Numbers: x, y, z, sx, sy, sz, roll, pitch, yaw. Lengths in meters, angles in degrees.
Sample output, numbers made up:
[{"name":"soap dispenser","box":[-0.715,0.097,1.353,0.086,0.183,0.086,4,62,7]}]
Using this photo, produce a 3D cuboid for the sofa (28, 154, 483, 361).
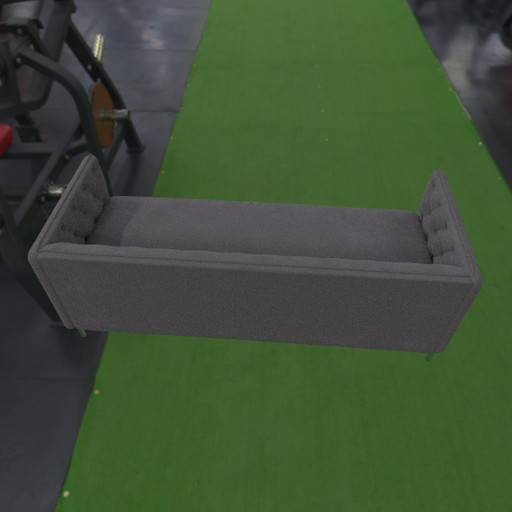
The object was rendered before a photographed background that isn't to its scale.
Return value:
[{"name":"sofa","box":[0.000,0.000,2.642,2.209,0.771,0.895,3,47,3]}]
